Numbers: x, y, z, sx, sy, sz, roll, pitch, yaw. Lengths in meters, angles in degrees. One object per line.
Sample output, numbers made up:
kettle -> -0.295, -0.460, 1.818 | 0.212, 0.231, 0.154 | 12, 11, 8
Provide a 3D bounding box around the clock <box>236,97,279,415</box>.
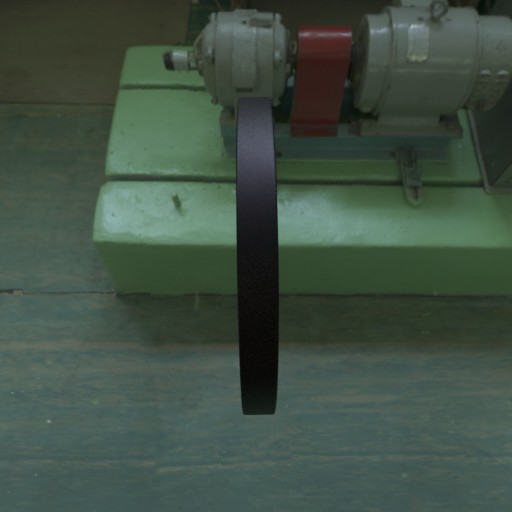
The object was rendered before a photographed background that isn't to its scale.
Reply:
clock -> 0.000, 0.000, 0.464 | 0.029, 0.314, 0.314 | -1, 64, 0
